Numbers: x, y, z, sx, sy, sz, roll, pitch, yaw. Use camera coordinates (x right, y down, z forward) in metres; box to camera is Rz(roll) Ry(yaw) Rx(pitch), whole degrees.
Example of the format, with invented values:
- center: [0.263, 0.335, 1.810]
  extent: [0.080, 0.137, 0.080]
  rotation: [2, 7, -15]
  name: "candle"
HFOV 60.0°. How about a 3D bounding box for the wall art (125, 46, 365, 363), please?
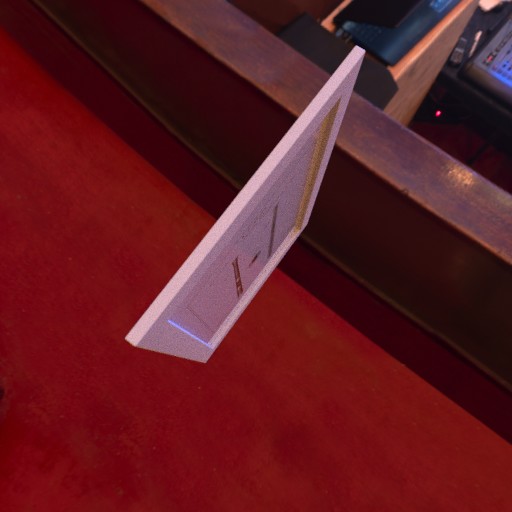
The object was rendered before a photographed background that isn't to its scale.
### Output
- center: [0.000, 0.000, 0.605]
  extent: [0.011, 0.482, 0.329]
  rotation: [35, 78, 9]
  name: "wall art"
